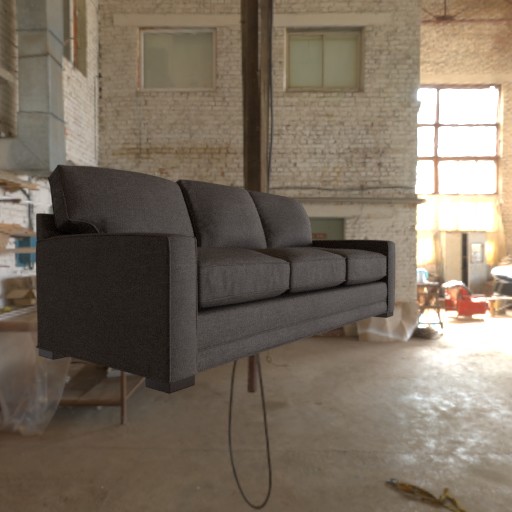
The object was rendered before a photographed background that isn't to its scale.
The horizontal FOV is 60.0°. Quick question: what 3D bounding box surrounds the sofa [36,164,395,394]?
[{"bbox_3d":[0.000,0.000,2.855,1.004,0.978,2.369,1,1,37],"label":"sofa"}]
